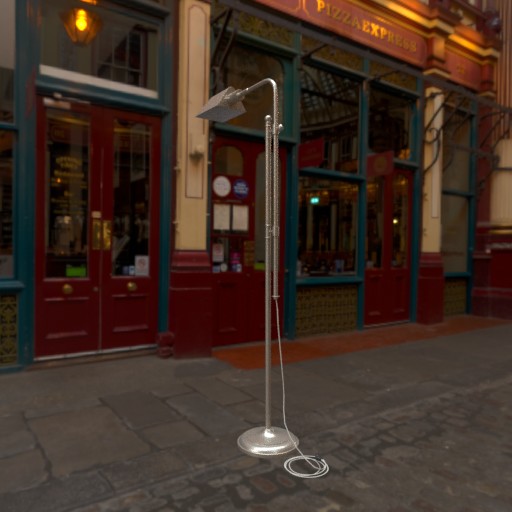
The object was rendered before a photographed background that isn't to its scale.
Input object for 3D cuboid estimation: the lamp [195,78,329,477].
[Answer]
[{"bbox_3d":[0.000,0.000,1.913,0.256,1.571,0.813,0,1,-36],"label":"lamp"}]
